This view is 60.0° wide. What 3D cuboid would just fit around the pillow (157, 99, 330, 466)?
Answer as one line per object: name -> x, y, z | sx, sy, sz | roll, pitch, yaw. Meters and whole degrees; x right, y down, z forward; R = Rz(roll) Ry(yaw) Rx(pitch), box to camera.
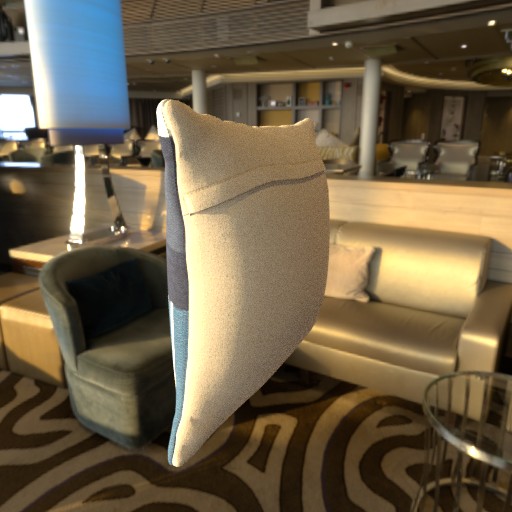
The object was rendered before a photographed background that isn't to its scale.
pillow -> 0.000, 0.000, 0.800 | 0.229, 0.506, 0.536 | 8, 17, 25
